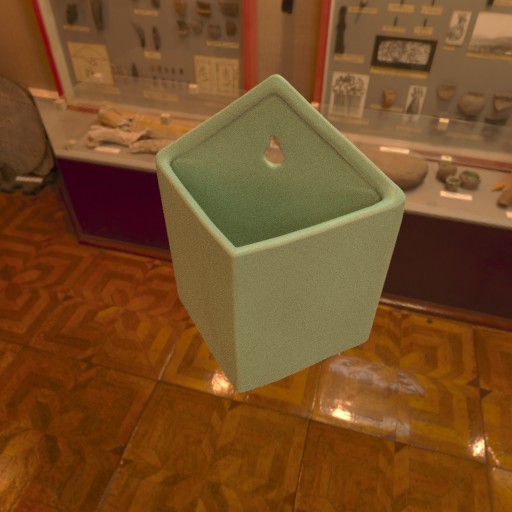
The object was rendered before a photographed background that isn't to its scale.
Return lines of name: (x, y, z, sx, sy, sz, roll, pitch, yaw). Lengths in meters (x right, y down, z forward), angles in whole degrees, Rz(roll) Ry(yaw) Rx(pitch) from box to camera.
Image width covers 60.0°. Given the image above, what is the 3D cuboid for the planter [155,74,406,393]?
planter: (0.000, 0.000, 0.277, 0.164, 0.197, 0.079, 12, 44, 13)
